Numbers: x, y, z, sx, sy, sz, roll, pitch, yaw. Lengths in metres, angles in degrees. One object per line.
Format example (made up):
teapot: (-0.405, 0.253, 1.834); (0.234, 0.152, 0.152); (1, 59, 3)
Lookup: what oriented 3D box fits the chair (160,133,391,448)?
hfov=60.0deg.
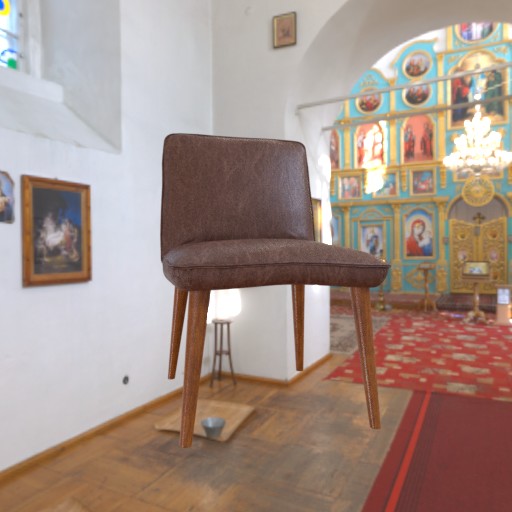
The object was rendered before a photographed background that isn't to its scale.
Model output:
chair: (0.000, 0.000, 1.237); (0.543, 0.803, 0.645); (0, 0, -18)
